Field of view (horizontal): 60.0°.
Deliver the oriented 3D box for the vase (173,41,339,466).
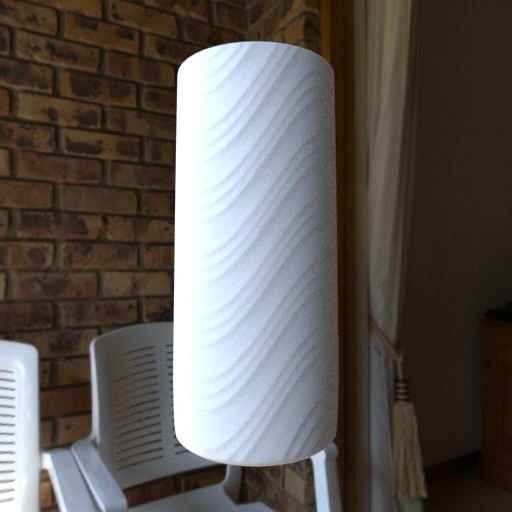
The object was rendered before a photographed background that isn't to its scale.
[{"bbox_3d":[0.000,0.000,0.393,0.143,0.316,0.143,0,-1,0],"label":"vase"}]
